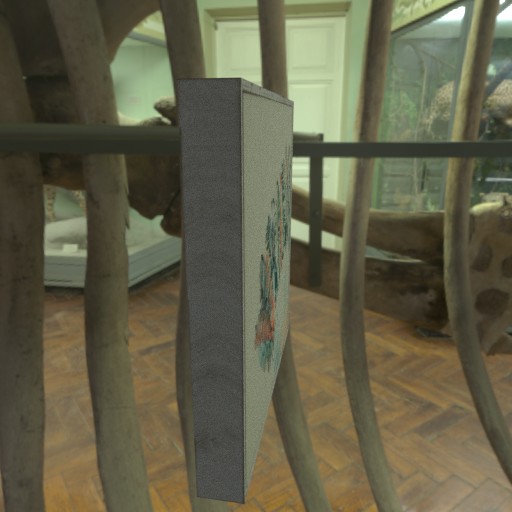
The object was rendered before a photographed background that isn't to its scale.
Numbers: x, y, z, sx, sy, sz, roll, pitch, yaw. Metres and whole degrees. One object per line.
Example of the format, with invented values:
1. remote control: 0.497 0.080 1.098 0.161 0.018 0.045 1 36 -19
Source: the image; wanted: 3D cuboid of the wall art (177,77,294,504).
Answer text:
1. wall art: 0.000 0.000 0.441 0.038 0.303 0.305 3 17 10
